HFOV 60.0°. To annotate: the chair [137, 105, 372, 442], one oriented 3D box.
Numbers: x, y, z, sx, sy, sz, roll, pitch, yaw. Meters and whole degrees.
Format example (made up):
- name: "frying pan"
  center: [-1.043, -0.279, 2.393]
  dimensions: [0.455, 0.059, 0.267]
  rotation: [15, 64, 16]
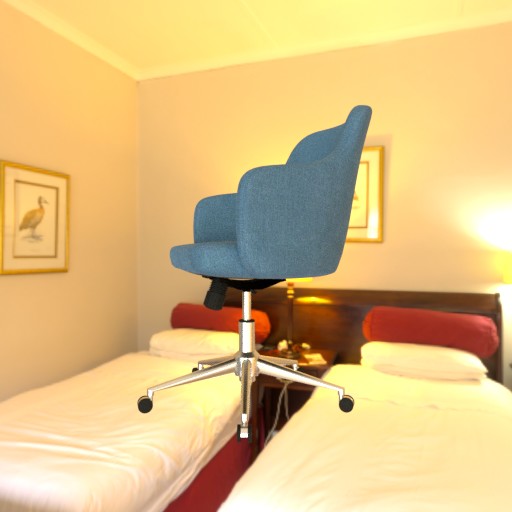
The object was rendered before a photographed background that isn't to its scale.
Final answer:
- name: "chair"
  center: [0.000, 0.000, 1.265]
  dimensions: [0.655, 0.820, 0.599]
  rotation: [0, 0, -18]
